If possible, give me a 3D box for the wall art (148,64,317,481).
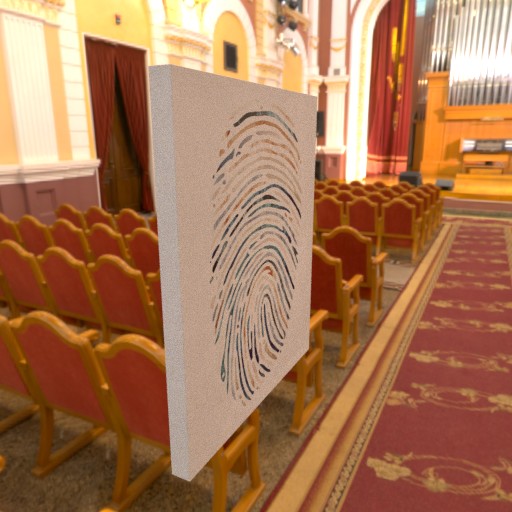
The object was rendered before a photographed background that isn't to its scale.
[{"bbox_3d":[0.000,0.000,0.838,0.037,0.606,0.508,8,17,27],"label":"wall art"}]
